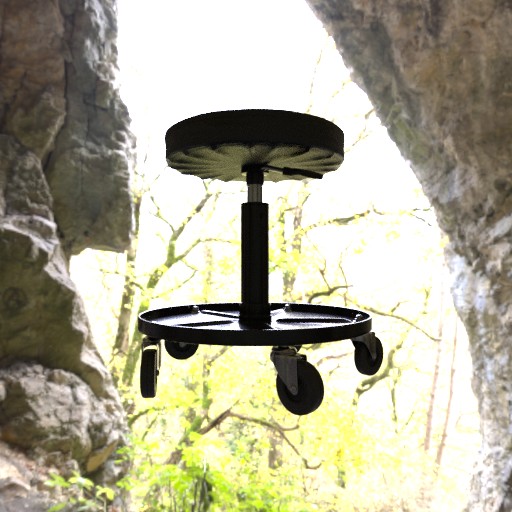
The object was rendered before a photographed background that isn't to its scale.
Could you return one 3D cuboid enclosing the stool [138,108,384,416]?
[{"bbox_3d":[0.000,0.000,0.671,0.381,0.365,0.382,1,-1,-36],"label":"stool"}]
